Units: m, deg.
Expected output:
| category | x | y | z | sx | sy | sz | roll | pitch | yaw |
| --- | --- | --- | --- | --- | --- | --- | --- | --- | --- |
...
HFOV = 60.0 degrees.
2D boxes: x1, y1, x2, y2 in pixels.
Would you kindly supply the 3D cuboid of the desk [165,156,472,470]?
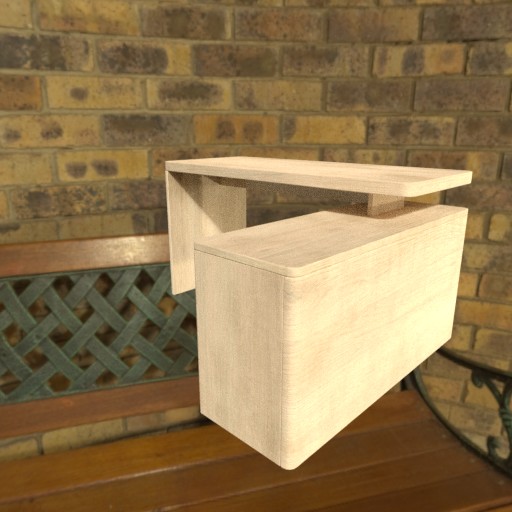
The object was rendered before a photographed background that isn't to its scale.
| category | x | y | z | sx | sy | sz | roll | pitch | yaw |
| --- | --- | --- | --- | --- | --- | --- | --- | --- | --- |
| desk | 0.000 | 0.000 | 2.006 | 1.400 | 0.770 | 1.175 | 15 | 22 | 42 |
